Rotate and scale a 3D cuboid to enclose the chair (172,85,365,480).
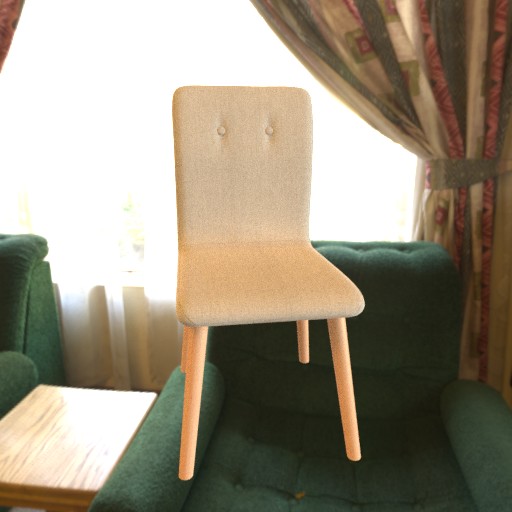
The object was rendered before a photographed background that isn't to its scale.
[{"bbox_3d":[0.000,0.000,1.165,0.435,0.885,0.550,-2,16,-8],"label":"chair"}]
